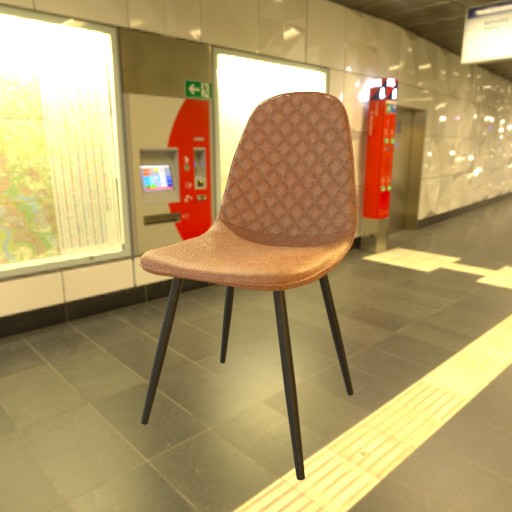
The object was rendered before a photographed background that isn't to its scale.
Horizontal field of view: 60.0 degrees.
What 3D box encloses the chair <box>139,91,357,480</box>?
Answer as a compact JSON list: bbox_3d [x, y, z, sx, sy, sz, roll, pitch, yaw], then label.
[{"bbox_3d":[0.000,0.000,1.183,0.472,0.889,0.561,7,15,27],"label":"chair"}]
